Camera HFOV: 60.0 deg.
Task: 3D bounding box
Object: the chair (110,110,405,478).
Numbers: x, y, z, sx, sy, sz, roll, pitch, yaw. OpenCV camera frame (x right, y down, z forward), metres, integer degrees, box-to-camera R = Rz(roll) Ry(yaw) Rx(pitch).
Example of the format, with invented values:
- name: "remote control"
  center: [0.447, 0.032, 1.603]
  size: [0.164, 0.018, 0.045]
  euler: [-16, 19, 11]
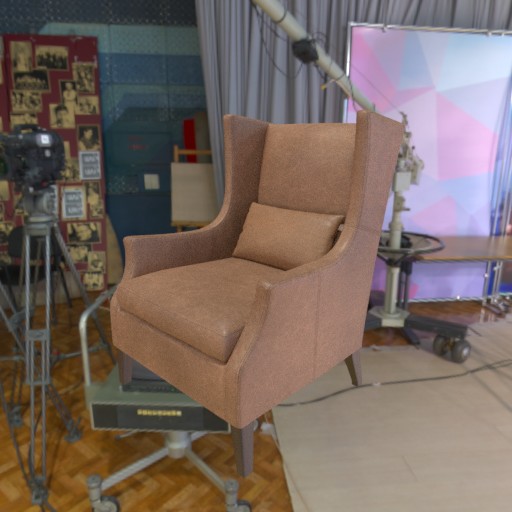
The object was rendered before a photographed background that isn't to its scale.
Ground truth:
- name: "chair"
  center: [0.000, 0.000, 1.749]
  size: [0.815, 1.088, 0.913]
  euler: [15, 22, 43]
